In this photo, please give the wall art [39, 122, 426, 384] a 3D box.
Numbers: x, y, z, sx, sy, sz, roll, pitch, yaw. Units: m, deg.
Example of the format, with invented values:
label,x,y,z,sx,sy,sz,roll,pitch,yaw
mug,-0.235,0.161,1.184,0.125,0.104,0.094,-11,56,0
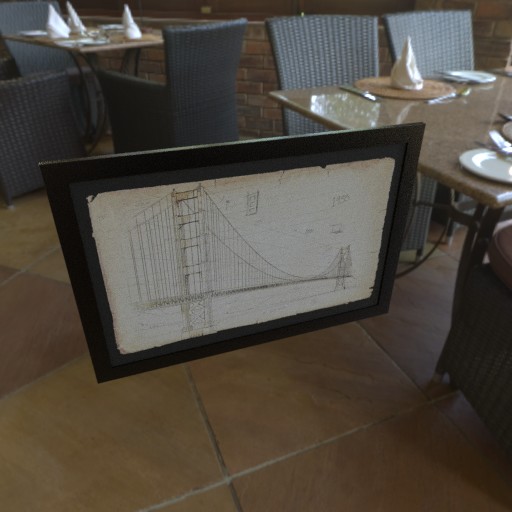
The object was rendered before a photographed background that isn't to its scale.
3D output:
label,x,y,z,sx,sy,sz,roll,pitch,yaw
wall art,0.000,0.000,0.847,0.660,0.447,0.013,-10,33,-16
